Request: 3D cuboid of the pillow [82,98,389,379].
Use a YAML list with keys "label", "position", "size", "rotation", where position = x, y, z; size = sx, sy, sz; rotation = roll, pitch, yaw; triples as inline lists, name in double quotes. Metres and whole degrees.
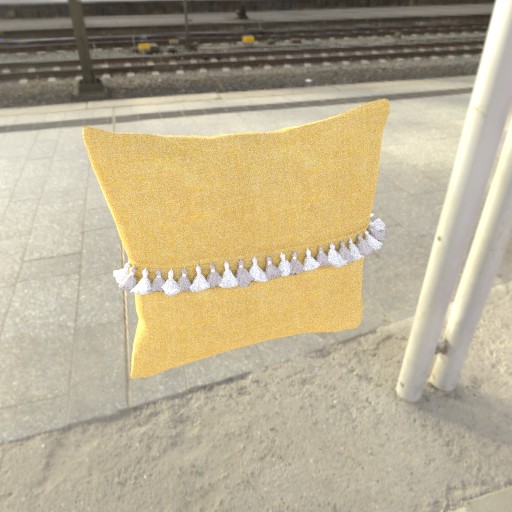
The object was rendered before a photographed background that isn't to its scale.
- label: "pillow"
  position: [0.000, 0.000, 0.759]
  size: [0.485, 0.481, 0.167]
  rotation: [-10, 34, -15]
